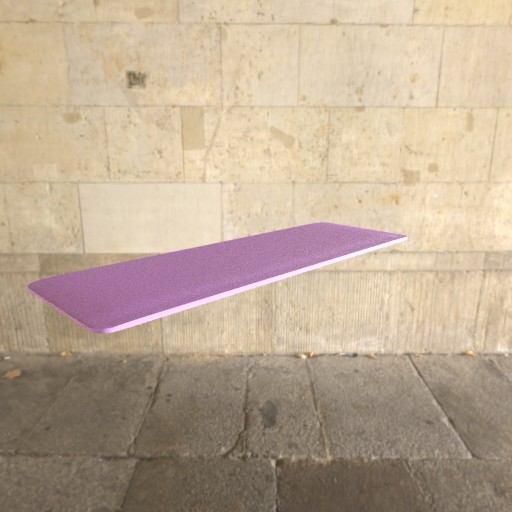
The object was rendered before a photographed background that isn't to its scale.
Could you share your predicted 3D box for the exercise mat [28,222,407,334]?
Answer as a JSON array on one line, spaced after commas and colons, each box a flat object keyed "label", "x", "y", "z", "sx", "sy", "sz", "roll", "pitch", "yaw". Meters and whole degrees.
[{"label": "exercise mat", "x": 0.000, "y": 0.000, "z": 2.101, "sx": 1.869, "sy": 0.021, "sz": 0.616, "roll": -14, "pitch": 20, "yaw": -42}]
